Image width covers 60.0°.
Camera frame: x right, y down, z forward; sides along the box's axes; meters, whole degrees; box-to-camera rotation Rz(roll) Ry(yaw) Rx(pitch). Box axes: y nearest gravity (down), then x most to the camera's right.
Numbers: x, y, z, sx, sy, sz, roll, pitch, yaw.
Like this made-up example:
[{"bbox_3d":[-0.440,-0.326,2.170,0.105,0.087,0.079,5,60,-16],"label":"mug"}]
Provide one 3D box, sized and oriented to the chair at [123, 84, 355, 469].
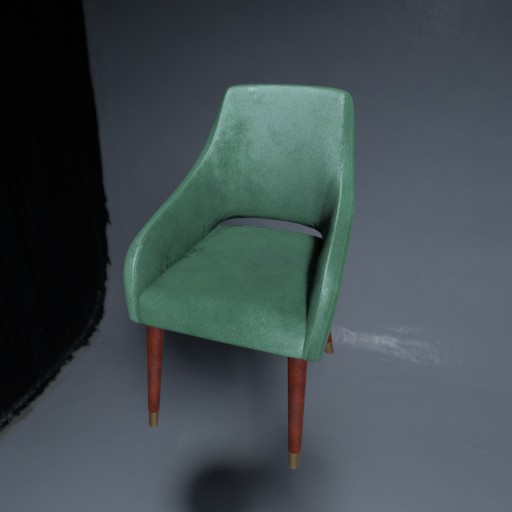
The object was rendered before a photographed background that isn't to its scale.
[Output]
[{"bbox_3d":[0.000,0.000,1.599,0.683,1.081,0.794,9,29,17],"label":"chair"}]
